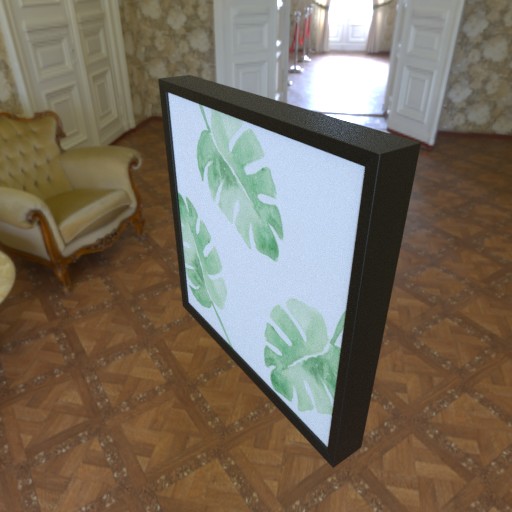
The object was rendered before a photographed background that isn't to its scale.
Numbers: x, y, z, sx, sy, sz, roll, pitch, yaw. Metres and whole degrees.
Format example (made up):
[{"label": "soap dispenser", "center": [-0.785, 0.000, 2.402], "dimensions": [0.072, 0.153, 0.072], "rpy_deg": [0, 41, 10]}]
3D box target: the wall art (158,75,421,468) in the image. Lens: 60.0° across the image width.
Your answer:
[{"label": "wall art", "center": [0.000, 0.000, 0.453], "dimensions": [0.038, 0.304, 0.304], "rpy_deg": [-20, 37, -30]}]
